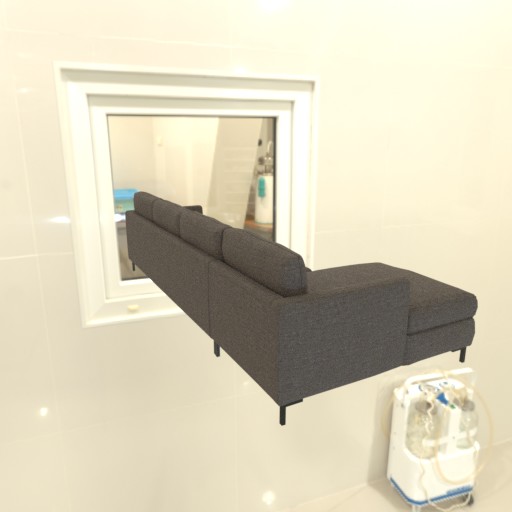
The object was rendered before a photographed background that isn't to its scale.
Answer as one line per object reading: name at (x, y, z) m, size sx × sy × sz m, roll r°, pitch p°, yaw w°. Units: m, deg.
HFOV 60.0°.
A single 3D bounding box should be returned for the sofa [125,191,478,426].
sofa at (0.000, 0.000, 3.217) m, size 1.258 × 0.754 × 2.731 m, roll -8°, pitch 17°, yaw -28°
